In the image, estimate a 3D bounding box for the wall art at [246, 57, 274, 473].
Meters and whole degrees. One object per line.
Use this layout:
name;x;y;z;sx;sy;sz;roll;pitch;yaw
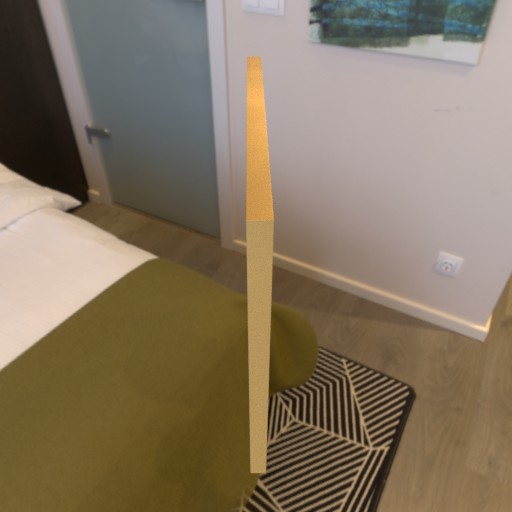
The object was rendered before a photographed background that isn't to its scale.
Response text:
wall art;0.000;0.000;1.145;0.038;0.762;0.762;-1;40;-1
